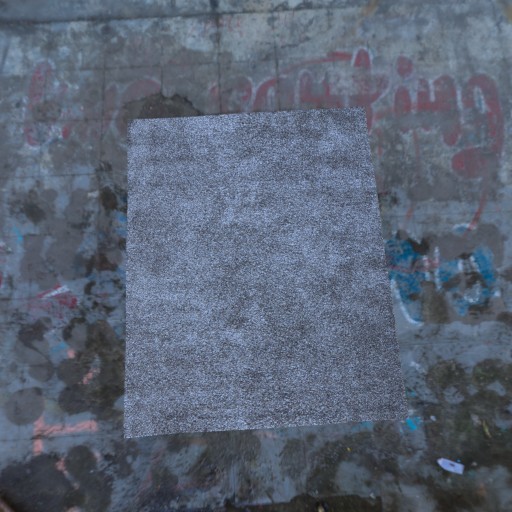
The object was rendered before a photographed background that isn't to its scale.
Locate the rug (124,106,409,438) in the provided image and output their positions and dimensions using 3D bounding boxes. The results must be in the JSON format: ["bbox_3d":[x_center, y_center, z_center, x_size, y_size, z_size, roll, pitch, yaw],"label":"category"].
[{"bbox_3d":[0.000,0.000,4.109,2.401,0.025,3.000,-4,75,-1],"label":"rug"}]
